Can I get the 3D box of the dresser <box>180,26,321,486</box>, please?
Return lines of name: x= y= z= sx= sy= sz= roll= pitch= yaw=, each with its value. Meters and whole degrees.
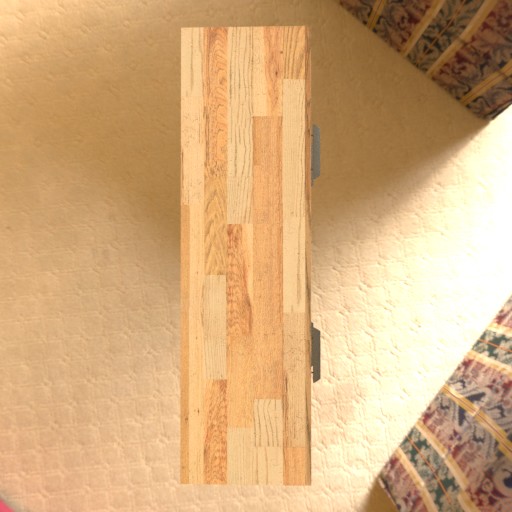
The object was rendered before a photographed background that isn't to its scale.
dresser: x=0.000 y=0.000 z=1.912 sx=0.487 sy=0.834 sz=1.547 roll=0 pitch=89 yaw=2
